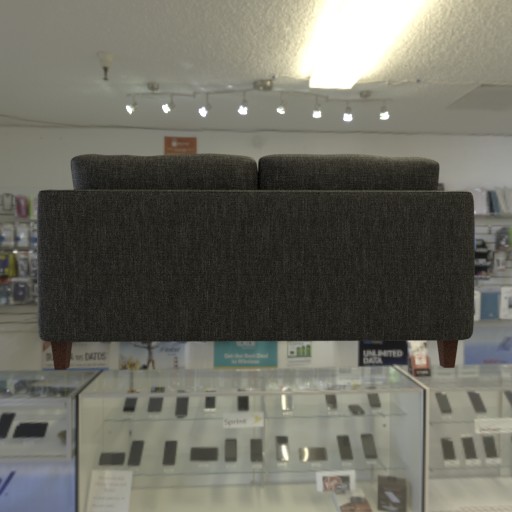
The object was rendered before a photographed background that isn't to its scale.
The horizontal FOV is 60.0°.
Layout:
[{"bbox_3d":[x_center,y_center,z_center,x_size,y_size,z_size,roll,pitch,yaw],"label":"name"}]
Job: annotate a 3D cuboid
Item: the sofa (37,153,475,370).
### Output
[{"bbox_3d":[0.000,0.000,2.335,1.884,0.963,0.950,0,1,-1],"label":"sofa"}]
